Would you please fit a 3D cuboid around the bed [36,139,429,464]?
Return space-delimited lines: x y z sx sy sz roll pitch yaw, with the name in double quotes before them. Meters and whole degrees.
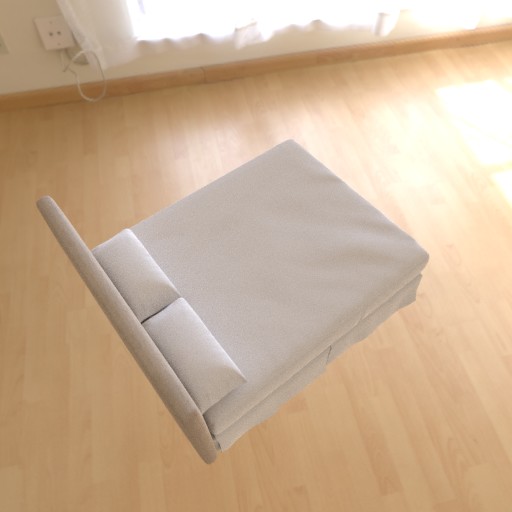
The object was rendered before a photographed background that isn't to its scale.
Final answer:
"bed" 0.000 0.000 3.213 2.162 1.330 1.713 -33 63 -20
